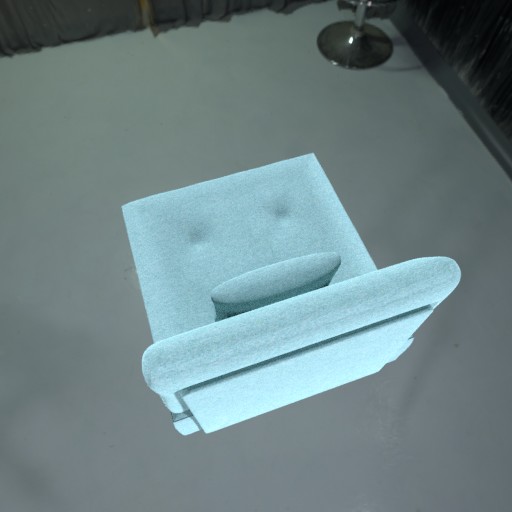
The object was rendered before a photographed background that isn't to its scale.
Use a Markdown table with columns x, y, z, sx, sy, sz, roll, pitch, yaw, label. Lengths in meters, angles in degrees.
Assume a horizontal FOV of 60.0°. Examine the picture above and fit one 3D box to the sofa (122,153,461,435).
| x | y | z | sx | sy | sz | roll | pitch | yaw | label |
| --- | --- | --- | --- | --- | --- | --- | --- | --- | --- |
| 0.000 | 0.000 | 1.716 | 0.930 | 0.820 | 1.000 | -17 | 62 | -9 | sofa |
